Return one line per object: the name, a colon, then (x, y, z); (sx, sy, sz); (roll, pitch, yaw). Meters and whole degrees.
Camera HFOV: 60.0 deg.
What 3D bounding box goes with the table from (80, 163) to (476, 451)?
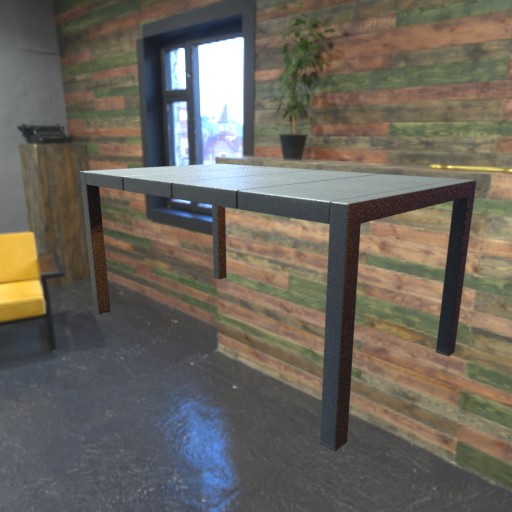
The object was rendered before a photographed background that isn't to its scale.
table: (0.000, 0.000, 1.277); (0.965, 0.460, 0.559); (14, 21, 43)
